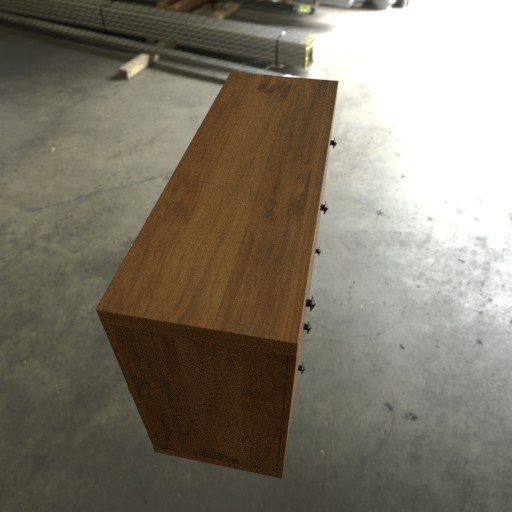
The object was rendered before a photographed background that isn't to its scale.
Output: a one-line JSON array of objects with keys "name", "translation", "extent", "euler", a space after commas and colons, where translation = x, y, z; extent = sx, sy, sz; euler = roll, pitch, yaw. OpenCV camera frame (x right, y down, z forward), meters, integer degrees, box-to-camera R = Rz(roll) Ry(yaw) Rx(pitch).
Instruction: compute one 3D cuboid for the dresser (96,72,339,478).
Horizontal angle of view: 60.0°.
[{"name": "dresser", "translation": [0.000, 0.000, 1.657], "extent": [0.479, 0.825, 1.261], "euler": [8, 46, 8]}]
